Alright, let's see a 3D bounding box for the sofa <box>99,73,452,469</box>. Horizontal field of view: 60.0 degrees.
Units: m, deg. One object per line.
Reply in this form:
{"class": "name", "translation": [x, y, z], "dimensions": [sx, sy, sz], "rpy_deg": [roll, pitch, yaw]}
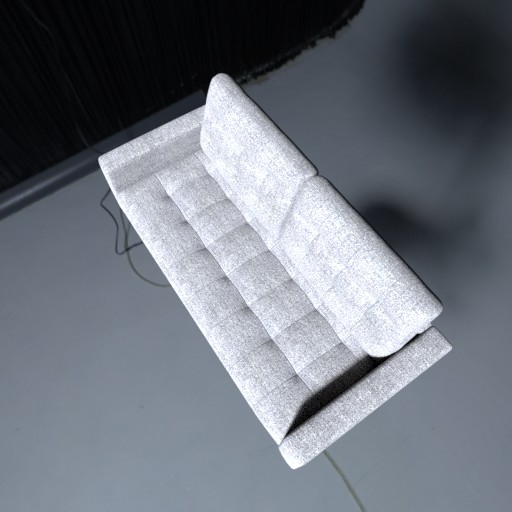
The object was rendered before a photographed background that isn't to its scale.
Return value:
{"class": "sofa", "translation": [0.000, 0.000, 2.274], "dimensions": [0.863, 0.902, 1.821], "rpy_deg": [-31, 67, -15]}
